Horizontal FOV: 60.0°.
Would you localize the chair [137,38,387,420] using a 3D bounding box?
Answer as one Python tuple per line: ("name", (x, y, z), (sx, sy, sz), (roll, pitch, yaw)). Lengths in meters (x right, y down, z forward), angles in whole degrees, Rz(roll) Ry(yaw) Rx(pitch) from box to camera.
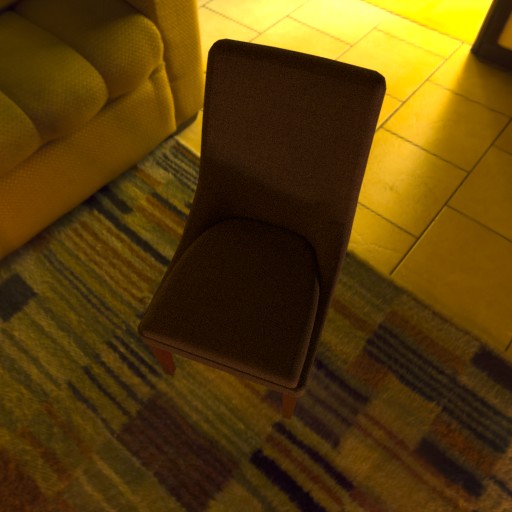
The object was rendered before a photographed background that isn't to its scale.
("chair", (0.000, 0.000, 1.335), (0.508, 0.952, 0.655), (17, 60, 10))
